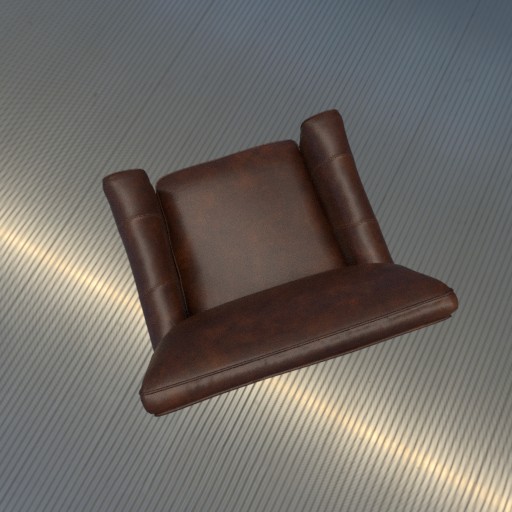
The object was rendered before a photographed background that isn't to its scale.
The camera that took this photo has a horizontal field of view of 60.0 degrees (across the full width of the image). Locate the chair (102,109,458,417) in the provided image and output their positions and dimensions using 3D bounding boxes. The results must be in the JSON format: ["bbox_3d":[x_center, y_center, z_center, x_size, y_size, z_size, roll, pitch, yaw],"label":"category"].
[{"bbox_3d":[0.000,0.000,1.602,0.870,0.943,0.823,-17,77,-4],"label":"chair"}]
